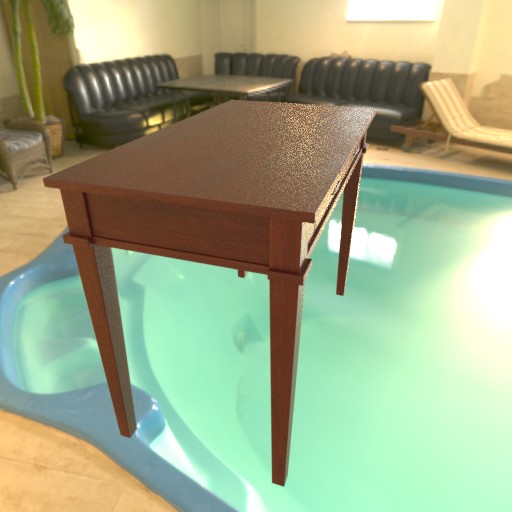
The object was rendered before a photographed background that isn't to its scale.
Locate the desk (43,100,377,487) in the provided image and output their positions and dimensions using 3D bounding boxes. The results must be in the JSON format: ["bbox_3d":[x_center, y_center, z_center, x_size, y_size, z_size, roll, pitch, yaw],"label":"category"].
[{"bbox_3d":[0.000,0.000,1.394,0.549,0.762,1.001,9,30,17],"label":"desk"}]
